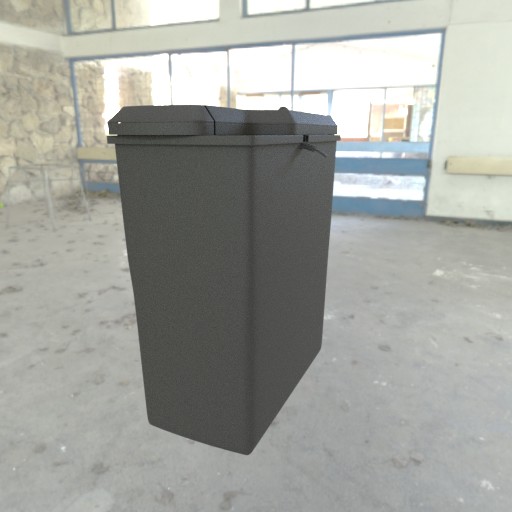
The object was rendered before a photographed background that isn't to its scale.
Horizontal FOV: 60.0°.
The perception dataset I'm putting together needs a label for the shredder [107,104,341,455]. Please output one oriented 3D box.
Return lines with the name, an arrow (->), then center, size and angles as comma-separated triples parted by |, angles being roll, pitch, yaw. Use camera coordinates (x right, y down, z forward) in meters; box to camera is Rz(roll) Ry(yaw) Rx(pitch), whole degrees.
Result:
shredder -> 0.000, 0.000, 0.525 | 0.170, 0.335, 0.320 | 7, 17, 24
